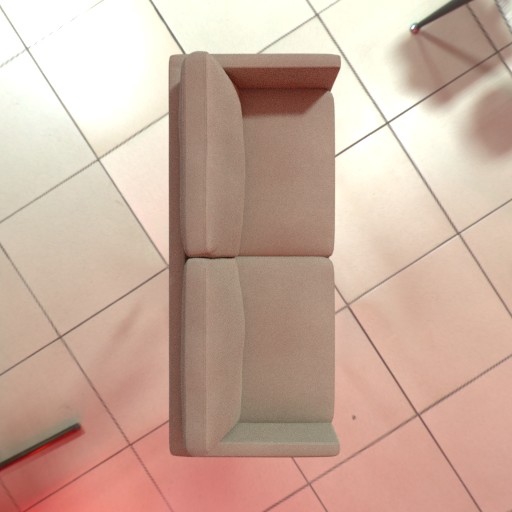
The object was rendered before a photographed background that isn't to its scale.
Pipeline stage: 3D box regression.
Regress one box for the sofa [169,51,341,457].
[{"bbox_3d":[0.000,0.000,2.622,0.948,0.932,2.181,0,90,0],"label":"sofa"}]
